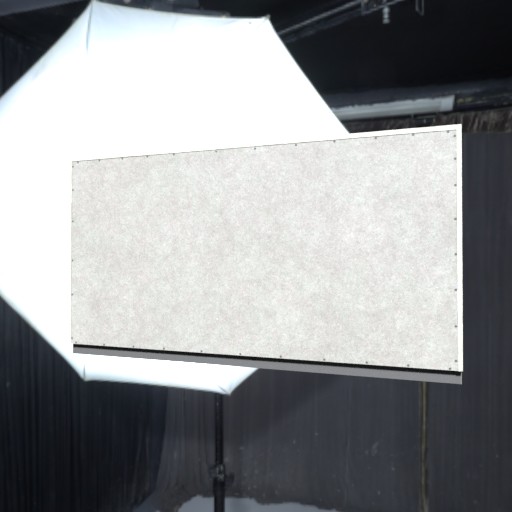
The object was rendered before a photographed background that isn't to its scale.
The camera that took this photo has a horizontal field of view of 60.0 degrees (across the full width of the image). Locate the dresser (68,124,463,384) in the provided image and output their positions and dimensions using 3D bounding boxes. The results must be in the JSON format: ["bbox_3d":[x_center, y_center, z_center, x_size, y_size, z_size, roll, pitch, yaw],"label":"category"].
[{"bbox_3d":[0.000,0.000,1.983,1.628,0.889,0.483,0,-1,18],"label":"dresser"}]
